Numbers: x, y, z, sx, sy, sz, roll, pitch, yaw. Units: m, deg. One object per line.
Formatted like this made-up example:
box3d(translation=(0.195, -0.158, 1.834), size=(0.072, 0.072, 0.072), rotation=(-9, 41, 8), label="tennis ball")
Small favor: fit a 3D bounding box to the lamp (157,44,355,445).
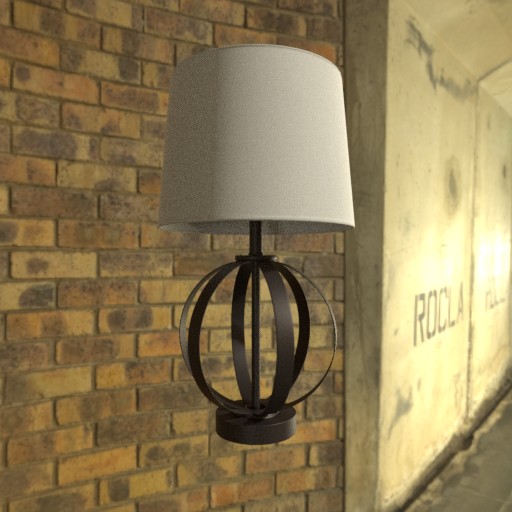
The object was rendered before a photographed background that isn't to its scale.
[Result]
box3d(translation=(0.000, 0.000, 0.659), size=(0.286, 0.510, 0.286), rotation=(0, -1, 0), label="lamp")
